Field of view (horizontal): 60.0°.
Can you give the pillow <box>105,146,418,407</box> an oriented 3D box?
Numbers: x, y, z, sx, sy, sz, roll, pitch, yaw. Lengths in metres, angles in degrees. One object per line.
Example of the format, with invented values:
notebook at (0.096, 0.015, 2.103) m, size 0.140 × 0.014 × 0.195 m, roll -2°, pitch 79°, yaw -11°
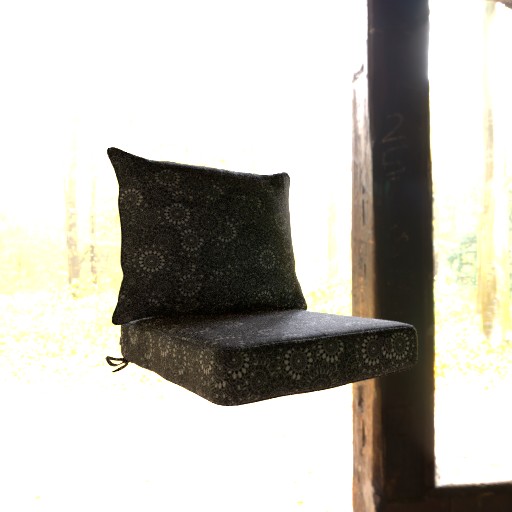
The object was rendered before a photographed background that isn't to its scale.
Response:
pillow at (0.000, 0.000, 1.413) m, size 0.798 × 0.722 × 0.740 m, roll 1°, pitch -2°, yaw -35°
